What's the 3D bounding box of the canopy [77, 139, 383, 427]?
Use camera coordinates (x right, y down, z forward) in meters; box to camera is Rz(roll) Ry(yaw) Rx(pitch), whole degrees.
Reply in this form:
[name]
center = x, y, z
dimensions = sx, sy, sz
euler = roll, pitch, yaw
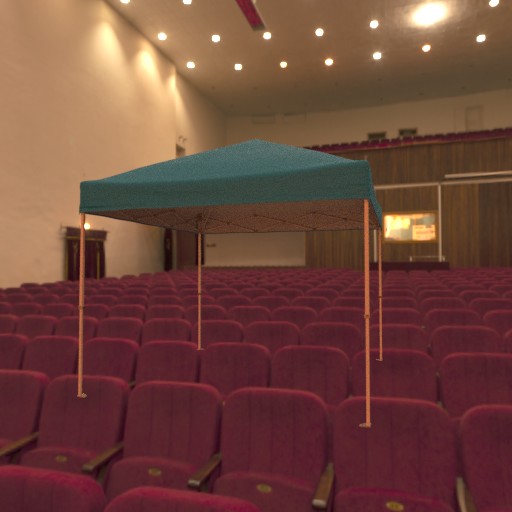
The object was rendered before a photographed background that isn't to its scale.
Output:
[canopy]
center = 0.000, 0.000, 5.622
dimensions = 2.998, 2.997, 2.996
euler = -1, -2, 18
